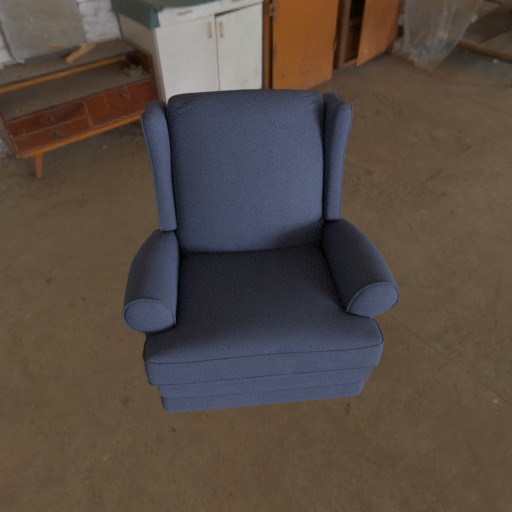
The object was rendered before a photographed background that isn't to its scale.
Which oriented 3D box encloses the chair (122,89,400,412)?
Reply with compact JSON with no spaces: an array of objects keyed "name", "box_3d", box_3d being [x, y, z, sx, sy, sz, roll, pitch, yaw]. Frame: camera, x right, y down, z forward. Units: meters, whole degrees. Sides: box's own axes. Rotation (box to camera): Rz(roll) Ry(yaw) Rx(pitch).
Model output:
[{"name":"chair","box_3d":[0.000,0.000,1.741,0.971,1.020,0.877,-4,45,-4]}]
